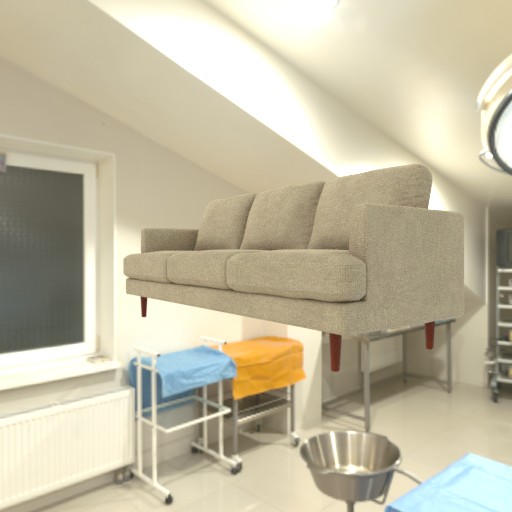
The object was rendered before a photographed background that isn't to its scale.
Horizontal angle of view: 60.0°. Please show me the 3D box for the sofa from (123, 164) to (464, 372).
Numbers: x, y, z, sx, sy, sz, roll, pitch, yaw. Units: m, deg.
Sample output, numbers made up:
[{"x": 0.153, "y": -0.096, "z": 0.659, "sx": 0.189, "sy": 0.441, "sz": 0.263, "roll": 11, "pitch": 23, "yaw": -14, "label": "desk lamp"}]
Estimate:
[{"x": 0.000, "y": 0.000, "z": 2.778, "sx": 0.903, "sy": 0.930, "sz": 2.246, "roll": 0, "pitch": 0, "yaw": -37, "label": "sofa"}]
